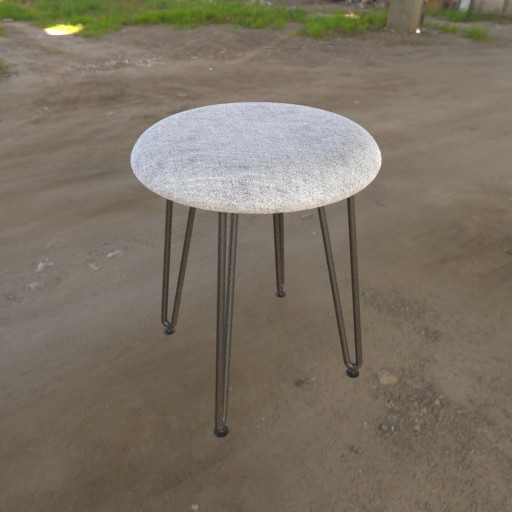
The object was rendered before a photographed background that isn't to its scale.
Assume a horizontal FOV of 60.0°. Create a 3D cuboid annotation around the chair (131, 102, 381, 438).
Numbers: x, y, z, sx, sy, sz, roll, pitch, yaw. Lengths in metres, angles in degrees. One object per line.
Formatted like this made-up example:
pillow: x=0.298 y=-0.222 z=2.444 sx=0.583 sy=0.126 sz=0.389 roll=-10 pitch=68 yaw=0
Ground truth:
chair: x=0.000 y=0.000 z=0.648 sx=0.350 sy=0.386 sz=0.350 roll=10 pitch=34 yaw=15
